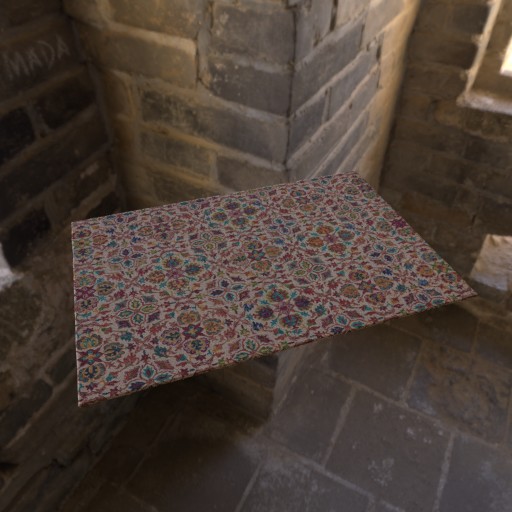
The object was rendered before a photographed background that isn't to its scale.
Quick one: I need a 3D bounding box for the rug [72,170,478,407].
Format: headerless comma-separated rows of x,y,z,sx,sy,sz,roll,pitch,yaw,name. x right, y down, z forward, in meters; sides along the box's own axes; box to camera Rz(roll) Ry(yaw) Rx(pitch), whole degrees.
0.000,0.000,2.929,2.297,0.018,1.541,-12,43,-14,rug
